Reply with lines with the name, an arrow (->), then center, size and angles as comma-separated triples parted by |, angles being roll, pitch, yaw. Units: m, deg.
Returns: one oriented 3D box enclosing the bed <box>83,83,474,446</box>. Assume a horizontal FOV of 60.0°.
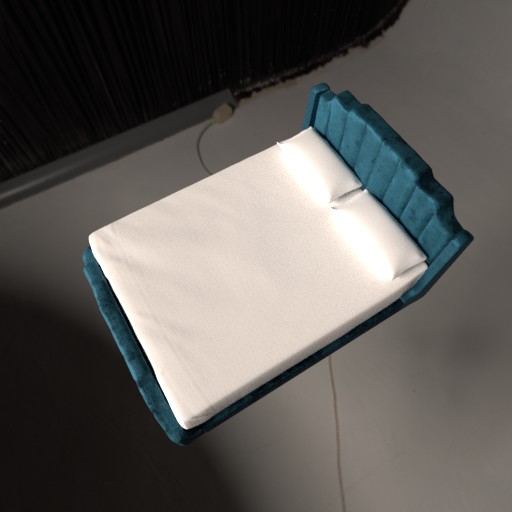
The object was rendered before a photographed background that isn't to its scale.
bed -> 0.000, 0.000, 3.331 | 2.322, 1.338, 1.678 | -28, 66, -14
